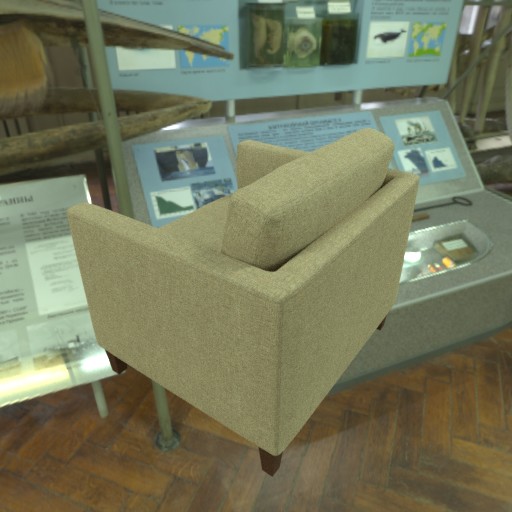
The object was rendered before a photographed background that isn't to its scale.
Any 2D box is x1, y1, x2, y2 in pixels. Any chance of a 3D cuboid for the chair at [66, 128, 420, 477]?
[{"bbox_3d":[0.000,0.000,1.855,0.959,0.987,1.107,20,36,30],"label":"chair"}]
